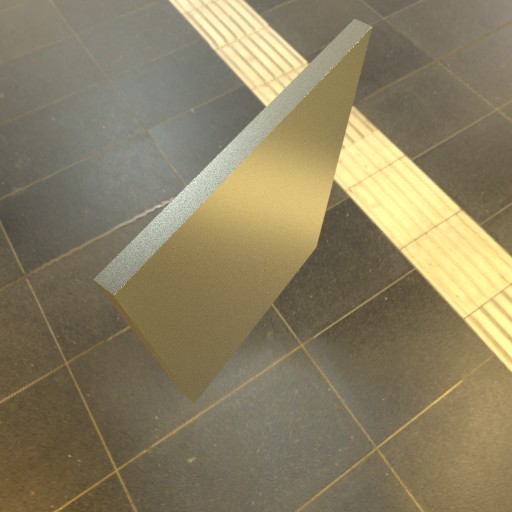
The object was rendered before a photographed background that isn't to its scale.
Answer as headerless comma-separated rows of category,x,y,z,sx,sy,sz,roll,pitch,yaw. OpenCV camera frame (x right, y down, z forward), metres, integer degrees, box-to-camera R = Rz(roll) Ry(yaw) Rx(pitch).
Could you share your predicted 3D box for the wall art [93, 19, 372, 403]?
wall art,0.000,0.000,0.719,0.025,0.569,0.444,34,68,16
